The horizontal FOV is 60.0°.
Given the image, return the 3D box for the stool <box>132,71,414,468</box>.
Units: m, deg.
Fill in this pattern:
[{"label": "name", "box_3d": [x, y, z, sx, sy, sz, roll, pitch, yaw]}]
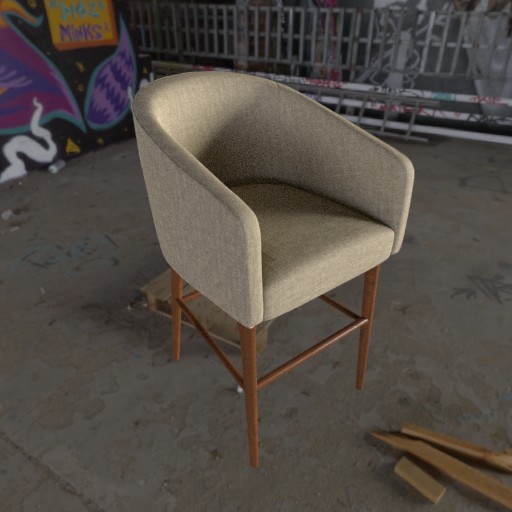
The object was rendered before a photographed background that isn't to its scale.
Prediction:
[{"label": "stool", "box_3d": [0.000, 0.000, 1.322, 0.559, 0.952, 0.635, -22, 37, -32]}]
